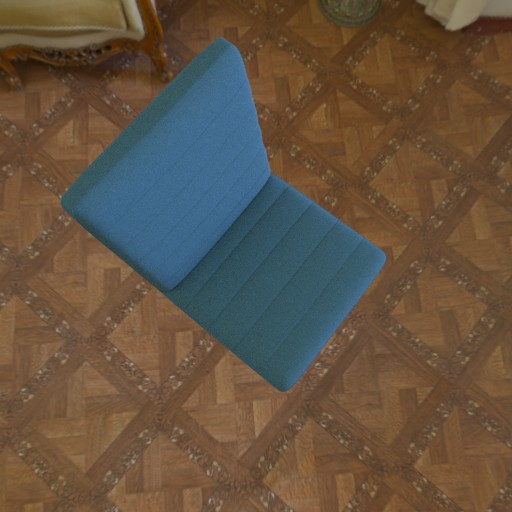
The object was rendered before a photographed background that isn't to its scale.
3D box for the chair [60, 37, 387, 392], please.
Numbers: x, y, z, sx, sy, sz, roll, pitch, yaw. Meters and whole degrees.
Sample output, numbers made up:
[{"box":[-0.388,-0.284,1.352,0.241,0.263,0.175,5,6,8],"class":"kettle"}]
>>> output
[{"box":[0.000,0.000,1.315,0.634,0.930,0.520,38,79,9],"class":"chair"}]
